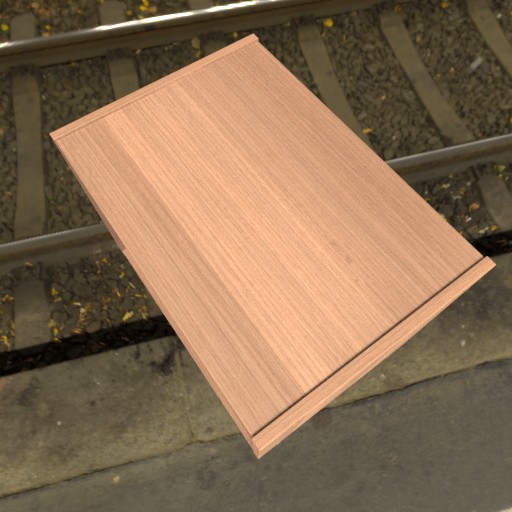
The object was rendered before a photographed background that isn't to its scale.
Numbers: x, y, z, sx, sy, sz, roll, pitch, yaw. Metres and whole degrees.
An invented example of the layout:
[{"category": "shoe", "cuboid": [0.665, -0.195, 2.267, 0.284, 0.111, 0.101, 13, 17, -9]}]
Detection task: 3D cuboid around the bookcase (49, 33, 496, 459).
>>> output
[{"category": "bookcase", "cuboid": [0.000, 0.000, 0.613, 0.290, 0.305, 0.415, -33, 69, -15]}]
